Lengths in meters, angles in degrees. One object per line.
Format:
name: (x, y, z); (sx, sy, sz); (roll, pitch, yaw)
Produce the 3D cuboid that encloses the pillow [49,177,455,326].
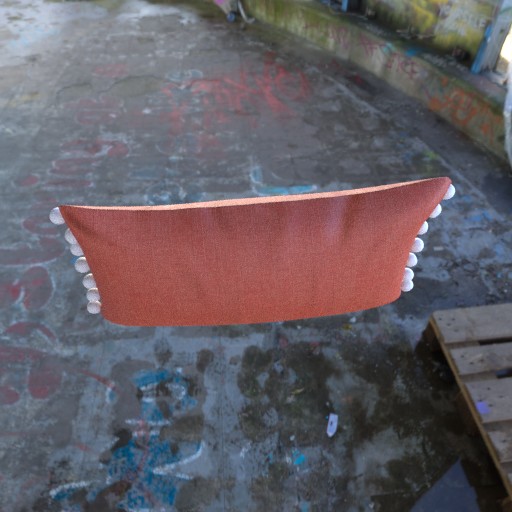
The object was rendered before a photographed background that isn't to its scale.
pillow: (0.000, 0.000, 0.844); (0.709, 0.322, 0.201); (-4, 47, -3)
